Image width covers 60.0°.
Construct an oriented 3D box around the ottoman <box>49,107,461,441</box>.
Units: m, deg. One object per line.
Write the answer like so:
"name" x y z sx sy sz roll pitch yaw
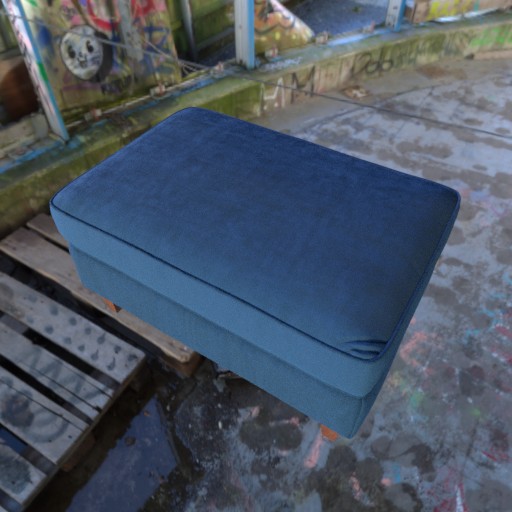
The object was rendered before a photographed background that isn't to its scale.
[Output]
"ottoman" 0.000 0.000 1.207 0.862 0.484 0.583 24 51 22
